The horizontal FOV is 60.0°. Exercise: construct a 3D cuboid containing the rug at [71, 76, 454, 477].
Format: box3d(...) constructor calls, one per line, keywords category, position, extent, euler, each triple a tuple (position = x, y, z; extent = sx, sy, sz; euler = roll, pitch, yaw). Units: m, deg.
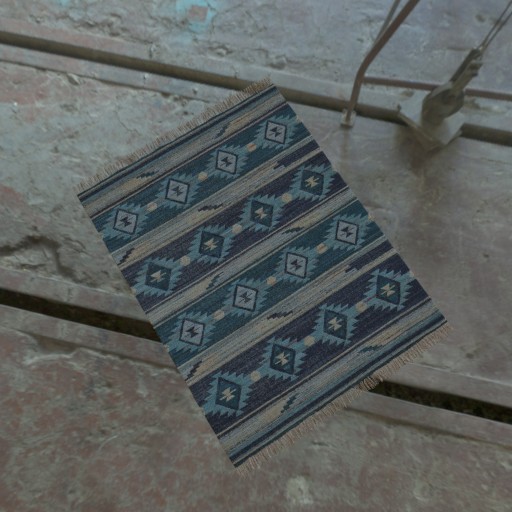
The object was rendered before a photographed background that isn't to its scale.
box3d(category="rug", position=(0.000, 0.000, 4.387), extent=(2.418, 0.047, 3.307), euler=(-32, 79, -7))
